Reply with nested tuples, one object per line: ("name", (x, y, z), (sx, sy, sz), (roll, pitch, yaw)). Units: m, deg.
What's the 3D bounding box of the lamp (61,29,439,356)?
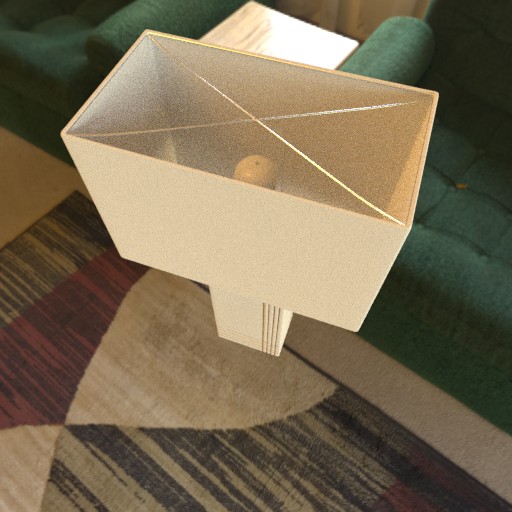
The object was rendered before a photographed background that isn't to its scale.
("lamp", (0.000, 0.000, 0.668), (0.334, 0.543, 0.182), (17, 60, 10))
